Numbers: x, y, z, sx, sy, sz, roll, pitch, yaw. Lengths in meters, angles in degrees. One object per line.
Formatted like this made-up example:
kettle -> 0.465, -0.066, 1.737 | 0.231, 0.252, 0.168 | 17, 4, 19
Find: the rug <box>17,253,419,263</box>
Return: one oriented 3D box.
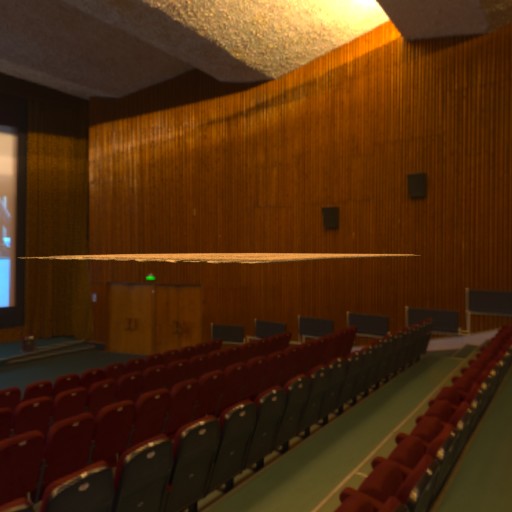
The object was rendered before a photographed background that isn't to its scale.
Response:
rug -> 0.000, 0.000, 3.072 | 1.619, 0.023, 2.465 | 1, 1, 35
